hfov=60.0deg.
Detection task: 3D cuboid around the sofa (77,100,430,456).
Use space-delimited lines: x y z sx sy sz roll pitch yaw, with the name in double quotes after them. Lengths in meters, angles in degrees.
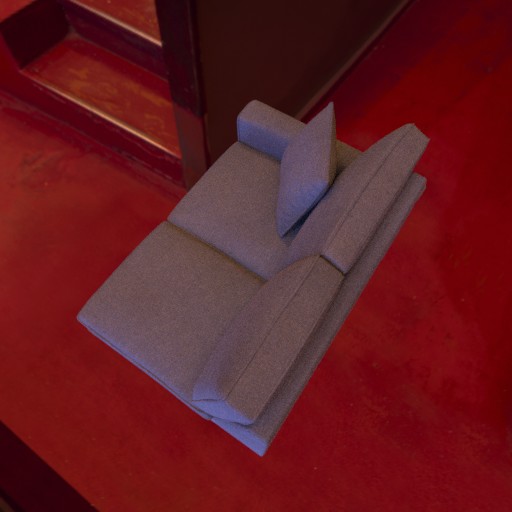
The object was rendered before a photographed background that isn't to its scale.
0.000 0.000 2.036 0.991 0.989 1.388 31 67 15 "sofa"
